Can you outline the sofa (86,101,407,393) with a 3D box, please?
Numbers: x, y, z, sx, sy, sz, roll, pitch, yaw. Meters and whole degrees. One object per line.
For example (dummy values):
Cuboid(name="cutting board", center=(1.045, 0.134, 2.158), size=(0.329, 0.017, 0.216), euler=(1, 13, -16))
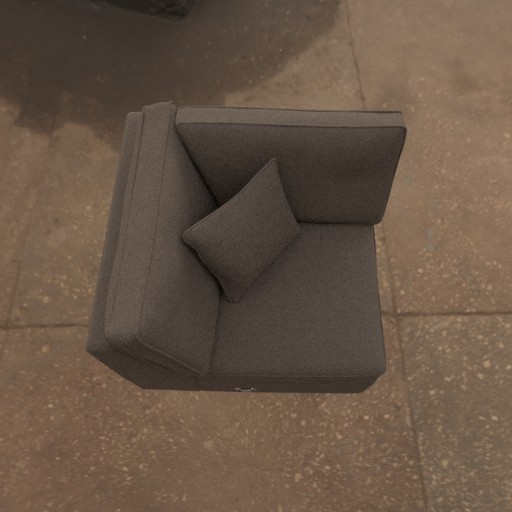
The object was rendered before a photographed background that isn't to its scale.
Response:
Cuboid(name="sofa", center=(0.000, 0.000, 1.980), size=(1.146, 1.002, 1.084), euler=(1, 64, 0))
